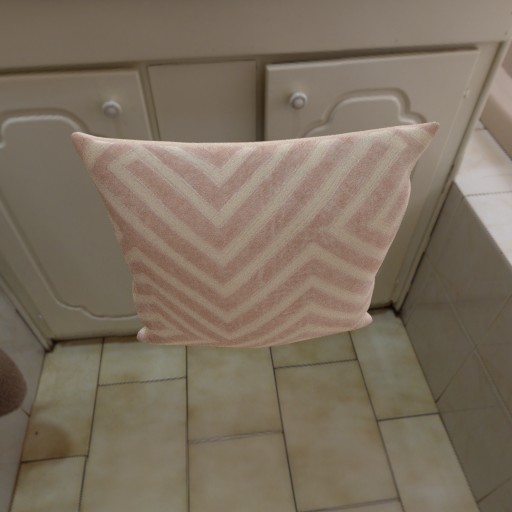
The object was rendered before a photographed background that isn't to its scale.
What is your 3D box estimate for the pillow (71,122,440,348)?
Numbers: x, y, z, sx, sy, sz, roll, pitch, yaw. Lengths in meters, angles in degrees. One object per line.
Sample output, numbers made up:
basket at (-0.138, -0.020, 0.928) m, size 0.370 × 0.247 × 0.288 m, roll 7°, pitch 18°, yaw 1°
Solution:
pillow at (0.000, 0.000, 0.668) m, size 0.440 × 0.441 × 0.182 m, roll -3°, pitch 48°, yaw -3°
